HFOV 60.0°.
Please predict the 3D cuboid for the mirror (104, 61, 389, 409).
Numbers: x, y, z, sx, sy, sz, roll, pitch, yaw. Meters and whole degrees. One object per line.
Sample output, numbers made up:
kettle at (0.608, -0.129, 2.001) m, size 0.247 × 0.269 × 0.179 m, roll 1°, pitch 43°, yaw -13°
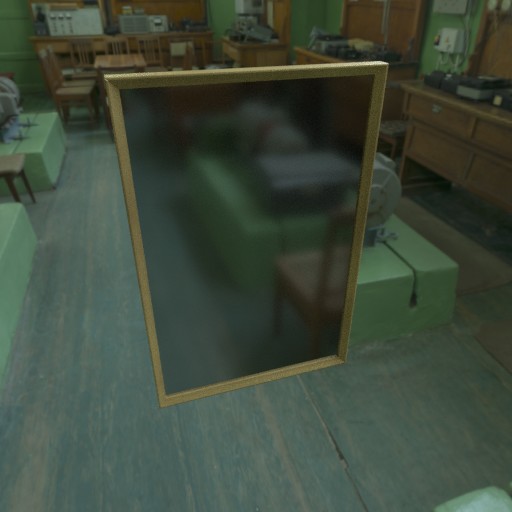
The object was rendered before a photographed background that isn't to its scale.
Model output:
mirror at (0.000, 0.000, 1.162) m, size 0.609 × 0.915 × 0.041 m, roll -9°, pitch 32°, yaw -15°
